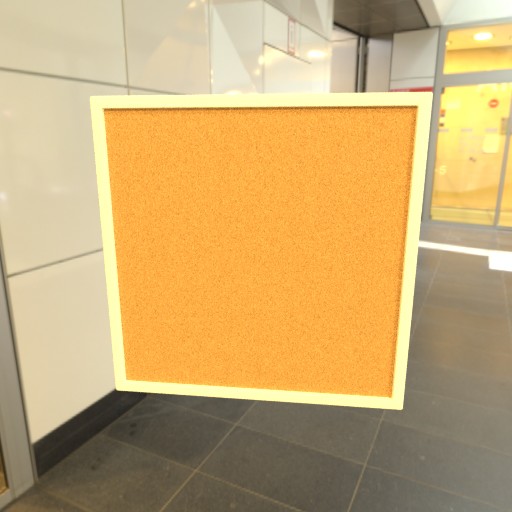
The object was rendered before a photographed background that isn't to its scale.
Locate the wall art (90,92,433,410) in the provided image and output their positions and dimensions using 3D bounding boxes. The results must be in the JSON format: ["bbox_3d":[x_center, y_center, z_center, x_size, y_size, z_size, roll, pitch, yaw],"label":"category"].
[{"bbox_3d":[0.000,0.000,0.447,0.305,0.305,0.038,2,15,7],"label":"wall art"}]
